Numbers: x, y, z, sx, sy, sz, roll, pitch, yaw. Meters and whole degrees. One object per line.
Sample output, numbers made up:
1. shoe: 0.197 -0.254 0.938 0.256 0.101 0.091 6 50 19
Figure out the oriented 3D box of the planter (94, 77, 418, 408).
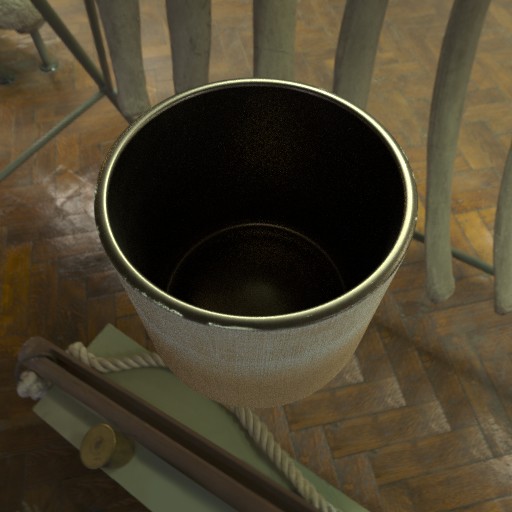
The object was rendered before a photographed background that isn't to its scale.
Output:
1. planter: 0.000 0.000 0.384 0.221 0.201 0.221 0 59 0
